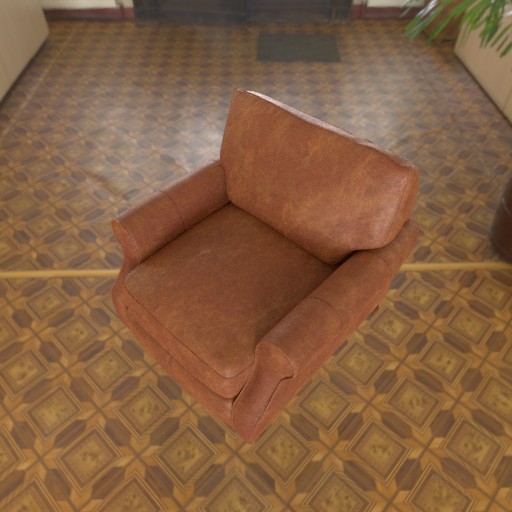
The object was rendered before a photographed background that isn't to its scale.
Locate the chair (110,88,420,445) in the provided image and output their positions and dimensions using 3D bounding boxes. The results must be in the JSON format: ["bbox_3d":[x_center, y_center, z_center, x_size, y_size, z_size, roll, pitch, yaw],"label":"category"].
[{"bbox_3d":[0.000,0.000,1.796,0.983,0.962,0.986,34,56,28],"label":"chair"}]
